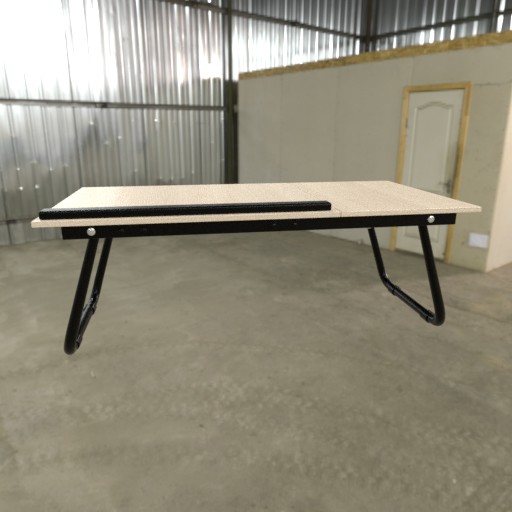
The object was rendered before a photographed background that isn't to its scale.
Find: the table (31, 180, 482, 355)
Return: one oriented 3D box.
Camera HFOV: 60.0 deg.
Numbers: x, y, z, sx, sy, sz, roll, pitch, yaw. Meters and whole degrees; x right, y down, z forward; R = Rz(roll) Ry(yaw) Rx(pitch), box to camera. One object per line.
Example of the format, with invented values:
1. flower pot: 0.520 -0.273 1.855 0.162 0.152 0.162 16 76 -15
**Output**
1. table: 0.000 0.000 0.804 0.644 0.242 0.322 -3 17 -9
